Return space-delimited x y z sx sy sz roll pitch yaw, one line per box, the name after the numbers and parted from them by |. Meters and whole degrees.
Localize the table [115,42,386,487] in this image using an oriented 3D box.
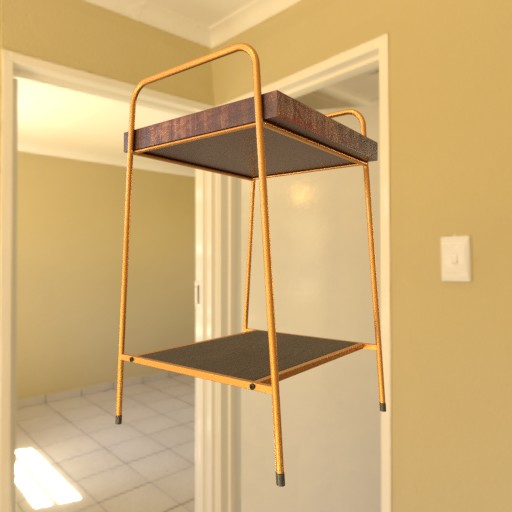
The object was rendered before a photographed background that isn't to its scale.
0.000 0.000 0.979 0.430 0.710 0.430 0 0 37 | table
